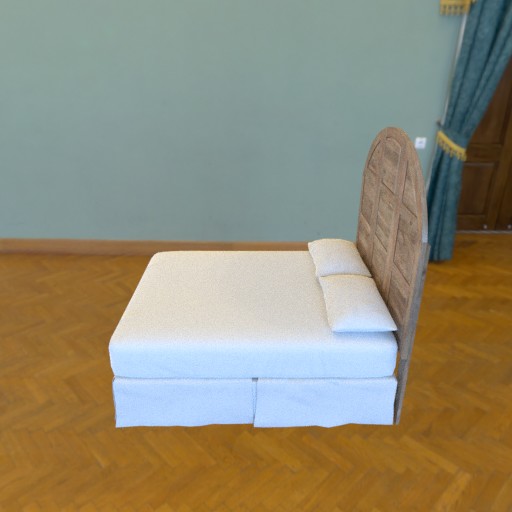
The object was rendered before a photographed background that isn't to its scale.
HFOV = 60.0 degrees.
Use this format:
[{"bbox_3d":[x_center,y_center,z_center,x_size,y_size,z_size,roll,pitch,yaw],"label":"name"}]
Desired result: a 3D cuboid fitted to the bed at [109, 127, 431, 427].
[{"bbox_3d":[0.000,0.000,3.571,2.112,2.002,1.713,0,25,0],"label":"bed"}]
